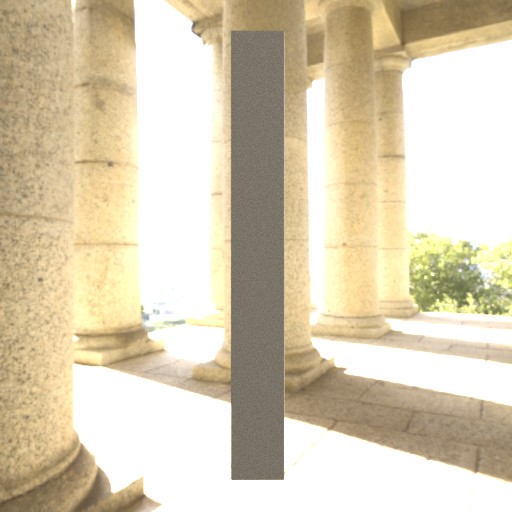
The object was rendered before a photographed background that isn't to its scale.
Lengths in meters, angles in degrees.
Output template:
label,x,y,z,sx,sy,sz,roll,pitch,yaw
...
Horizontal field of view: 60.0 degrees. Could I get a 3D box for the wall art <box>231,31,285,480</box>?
label,x,y,z,sx,sy,sz,roll,pitch,yaw
wall art,0.000,0.000,0.453,0.037,0.305,0.305,0,0,0
